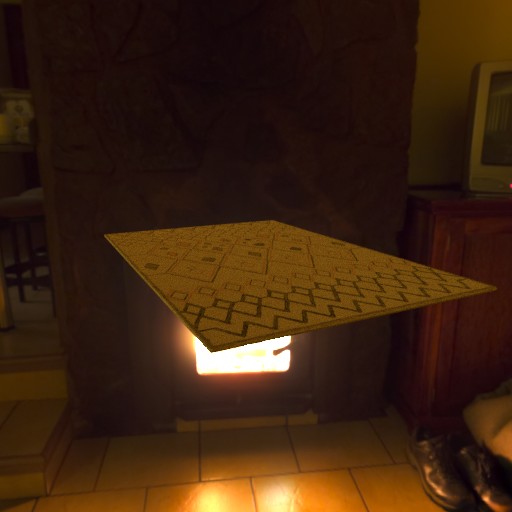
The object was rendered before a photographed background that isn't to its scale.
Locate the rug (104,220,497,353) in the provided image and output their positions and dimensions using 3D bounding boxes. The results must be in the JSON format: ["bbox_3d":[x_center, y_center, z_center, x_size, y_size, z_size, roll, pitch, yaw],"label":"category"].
[{"bbox_3d":[0.000,0.000,2.278,1.219,0.016,1.829,-7,16,-26],"label":"rug"}]
